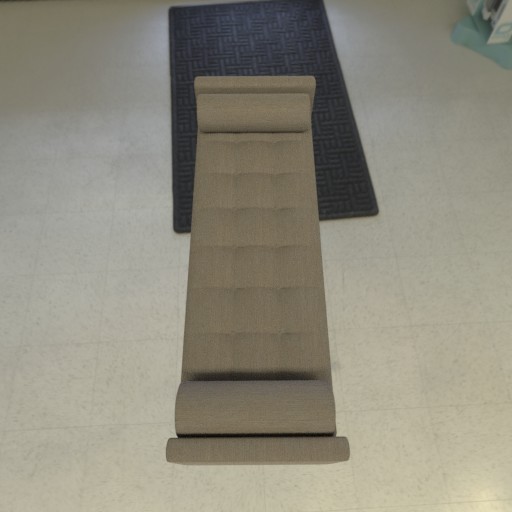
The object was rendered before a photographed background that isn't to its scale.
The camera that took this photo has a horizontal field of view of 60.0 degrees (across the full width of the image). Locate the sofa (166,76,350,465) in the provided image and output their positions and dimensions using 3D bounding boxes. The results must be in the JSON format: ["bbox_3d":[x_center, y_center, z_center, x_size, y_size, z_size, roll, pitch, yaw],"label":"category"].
[{"bbox_3d":[0.000,0.000,2.329,0.686,0.635,1.981,0,63,0],"label":"sofa"}]
